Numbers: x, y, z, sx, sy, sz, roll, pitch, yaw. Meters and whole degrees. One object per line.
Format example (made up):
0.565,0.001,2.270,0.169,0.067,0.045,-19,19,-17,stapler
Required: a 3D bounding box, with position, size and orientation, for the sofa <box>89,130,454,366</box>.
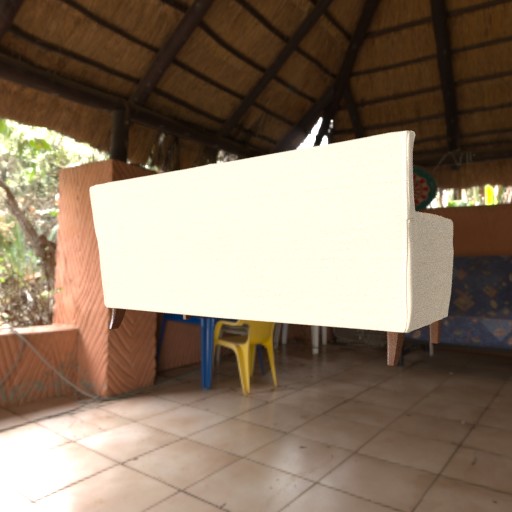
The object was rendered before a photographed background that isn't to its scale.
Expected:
0.000,0.000,2.531,2.001,0.907,0.841,-1,-2,36,sofa
